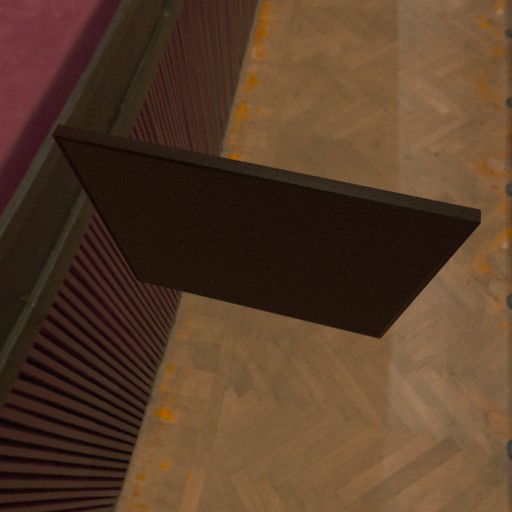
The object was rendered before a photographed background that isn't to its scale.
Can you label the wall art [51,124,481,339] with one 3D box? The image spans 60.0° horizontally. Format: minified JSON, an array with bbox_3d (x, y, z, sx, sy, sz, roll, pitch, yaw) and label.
[{"bbox_3d":[0.000,0.000,0.726,0.521,0.450,0.018,13,64,6],"label":"wall art"}]
